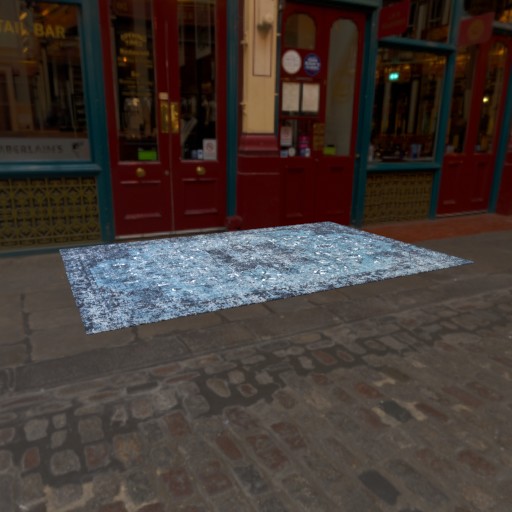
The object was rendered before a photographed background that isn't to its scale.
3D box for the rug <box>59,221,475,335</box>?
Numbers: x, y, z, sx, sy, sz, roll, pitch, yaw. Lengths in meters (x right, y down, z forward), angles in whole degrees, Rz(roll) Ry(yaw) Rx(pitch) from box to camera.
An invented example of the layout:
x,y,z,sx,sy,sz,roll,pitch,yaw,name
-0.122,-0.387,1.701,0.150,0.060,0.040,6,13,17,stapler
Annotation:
x,y,z,sx,sy,sz,roll,pitch,yaw,name
0.000,0.000,2.331,1.828,0.005,1.219,-8,17,-26,rug
